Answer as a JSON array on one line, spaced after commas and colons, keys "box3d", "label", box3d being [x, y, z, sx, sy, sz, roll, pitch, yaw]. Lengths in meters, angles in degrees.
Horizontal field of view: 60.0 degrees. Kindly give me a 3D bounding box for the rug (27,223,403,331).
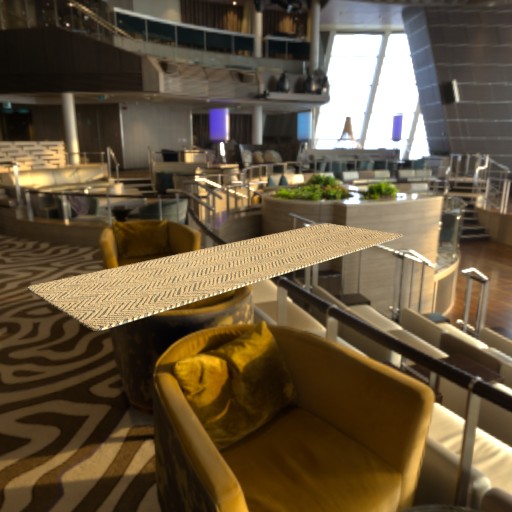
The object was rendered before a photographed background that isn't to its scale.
[{"box3d": [0.000, 0.000, 2.564, 0.686, 0.008, 2.286, 14, 20, 43], "label": "rug"}]
